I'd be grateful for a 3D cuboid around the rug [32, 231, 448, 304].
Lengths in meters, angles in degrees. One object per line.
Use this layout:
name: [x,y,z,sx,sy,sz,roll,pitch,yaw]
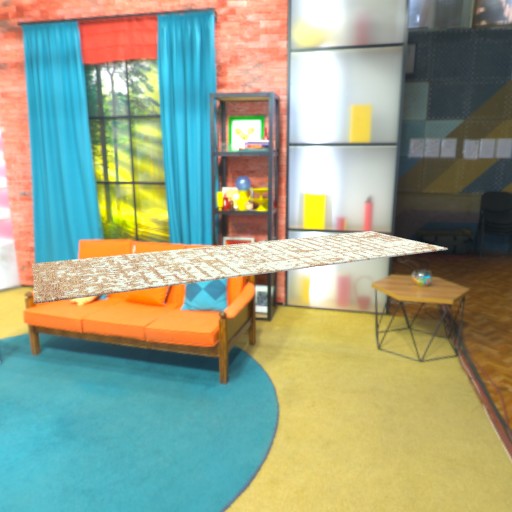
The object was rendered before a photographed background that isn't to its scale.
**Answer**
rug: [0.000,0.000,2.693,2.435,0.011,0.750,-6,14,-26]
